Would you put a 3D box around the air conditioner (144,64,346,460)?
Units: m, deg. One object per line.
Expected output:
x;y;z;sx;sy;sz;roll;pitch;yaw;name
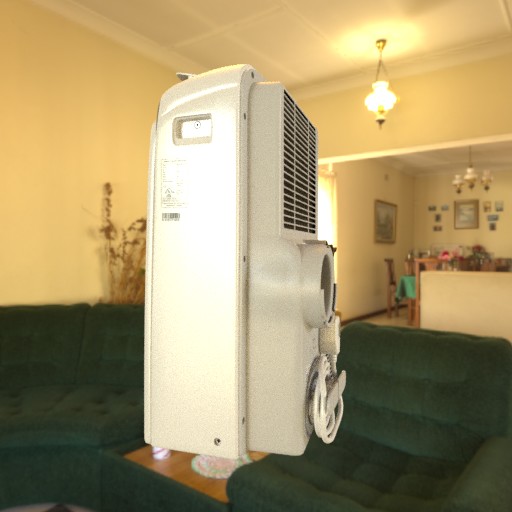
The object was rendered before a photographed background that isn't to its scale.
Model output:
0.000;0.000;1.050;0.414;0.786;0.449;0;1;19;air conditioner
